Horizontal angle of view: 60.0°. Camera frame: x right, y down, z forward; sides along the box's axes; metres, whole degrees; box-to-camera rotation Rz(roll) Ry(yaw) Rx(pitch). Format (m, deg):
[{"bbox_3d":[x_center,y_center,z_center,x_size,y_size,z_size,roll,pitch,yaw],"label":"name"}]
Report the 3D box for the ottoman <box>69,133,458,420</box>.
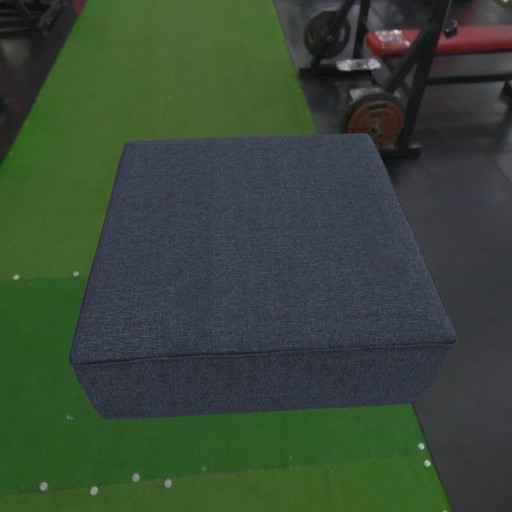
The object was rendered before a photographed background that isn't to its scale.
[{"bbox_3d":[0.000,0.000,1.579,1.017,0.423,1.023,-2,47,-2],"label":"ottoman"}]
